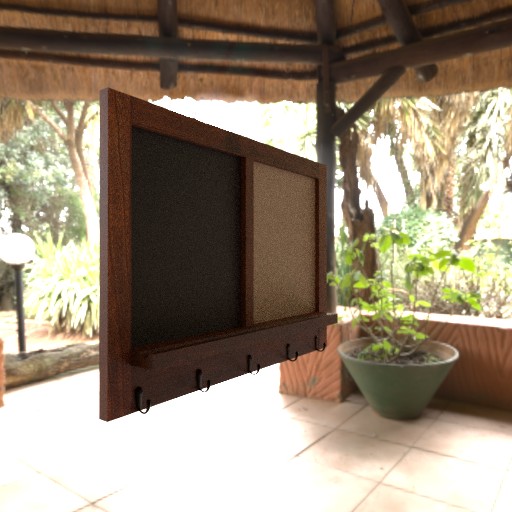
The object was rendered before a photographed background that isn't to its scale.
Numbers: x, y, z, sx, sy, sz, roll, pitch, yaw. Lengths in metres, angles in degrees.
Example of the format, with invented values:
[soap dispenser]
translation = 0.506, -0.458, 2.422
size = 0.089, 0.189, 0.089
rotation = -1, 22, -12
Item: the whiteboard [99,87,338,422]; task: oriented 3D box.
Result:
[whiteboard]
translation = 0.000, 0.000, 1.026
size = 0.083, 0.553, 0.768
rotation = 0, 0, 37
